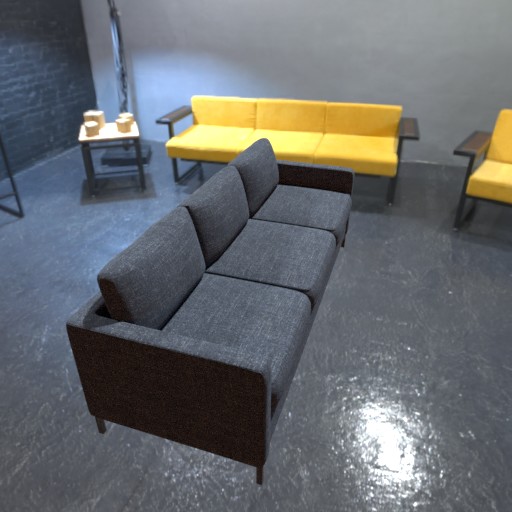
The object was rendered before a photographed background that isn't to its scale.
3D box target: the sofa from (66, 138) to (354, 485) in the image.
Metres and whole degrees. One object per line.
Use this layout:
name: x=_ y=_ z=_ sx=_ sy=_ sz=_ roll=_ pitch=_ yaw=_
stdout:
sofa: x=0.000 y=0.000 z=2.635 sx=0.859 sy=0.874 sz=2.218 roll=10 pitch=32 yaw=16
